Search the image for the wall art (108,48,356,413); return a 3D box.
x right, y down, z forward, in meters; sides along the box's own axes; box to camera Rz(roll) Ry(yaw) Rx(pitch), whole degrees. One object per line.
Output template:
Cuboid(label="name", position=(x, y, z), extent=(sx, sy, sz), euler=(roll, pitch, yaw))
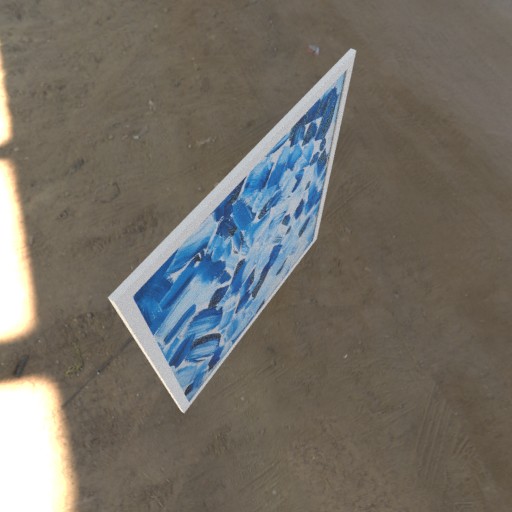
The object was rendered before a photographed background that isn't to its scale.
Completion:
Cuboid(label="wall art", position=(0.000, 0.000, 1.236), extent=(0.015, 0.812, 0.812), euler=(31, 63, 18))
